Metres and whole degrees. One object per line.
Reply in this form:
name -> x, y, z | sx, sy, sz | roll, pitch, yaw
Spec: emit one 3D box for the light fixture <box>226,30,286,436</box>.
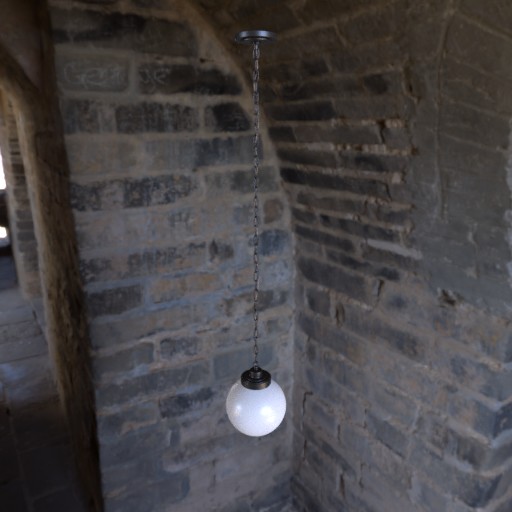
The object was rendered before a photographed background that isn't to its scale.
light fixture -> 0.000, 0.000, 2.052 | 0.305, 1.867, 0.304 | 3, 15, 9
